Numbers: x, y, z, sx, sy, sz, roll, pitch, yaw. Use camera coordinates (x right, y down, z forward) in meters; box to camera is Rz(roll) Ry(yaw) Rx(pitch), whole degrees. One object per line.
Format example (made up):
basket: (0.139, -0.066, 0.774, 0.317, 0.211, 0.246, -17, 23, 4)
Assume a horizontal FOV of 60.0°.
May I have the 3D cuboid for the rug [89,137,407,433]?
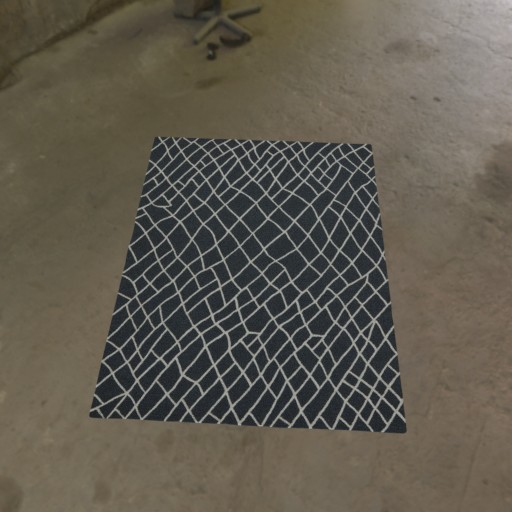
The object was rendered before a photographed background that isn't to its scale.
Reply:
rug: (0.000, 0.000, 4.176, 2.439, 0.022, 3.047, 2, 58, 1)
